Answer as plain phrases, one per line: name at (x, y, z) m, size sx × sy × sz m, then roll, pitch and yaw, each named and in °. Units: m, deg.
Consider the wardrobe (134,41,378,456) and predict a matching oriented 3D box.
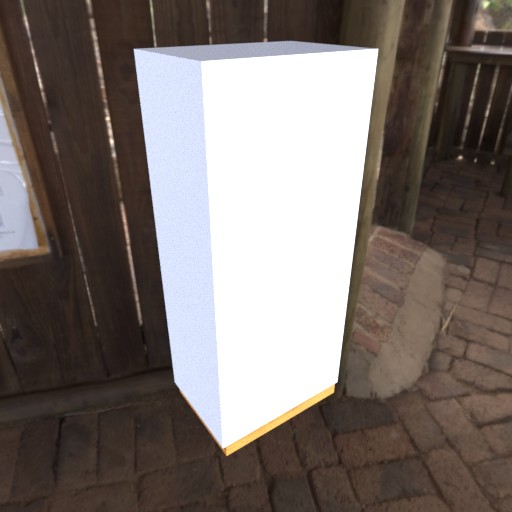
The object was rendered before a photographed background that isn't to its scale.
wardrobe at (0.000, 0.000, 2.402) m, size 0.860 × 2.040 × 0.600 m, roll -19°, pitch 35°, yaw -30°
